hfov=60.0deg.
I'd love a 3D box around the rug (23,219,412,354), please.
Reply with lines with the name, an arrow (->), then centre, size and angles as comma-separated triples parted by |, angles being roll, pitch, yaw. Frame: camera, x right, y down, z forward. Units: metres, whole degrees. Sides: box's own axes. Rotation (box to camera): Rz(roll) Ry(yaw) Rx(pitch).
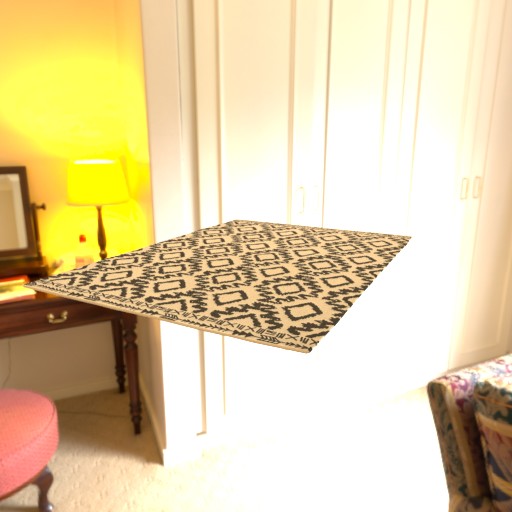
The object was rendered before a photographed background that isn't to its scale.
rug -> 0.000, 0.000, 4.371 | 2.444, 0.036, 3.369 | 8, 17, 27
